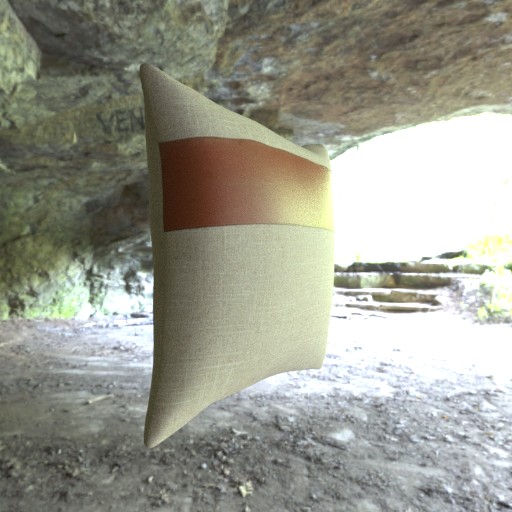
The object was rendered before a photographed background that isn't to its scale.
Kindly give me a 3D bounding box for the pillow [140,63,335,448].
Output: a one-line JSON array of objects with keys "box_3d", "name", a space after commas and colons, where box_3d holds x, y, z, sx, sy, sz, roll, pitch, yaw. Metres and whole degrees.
[{"box_3d": [0.000, 0.000, 0.624, 0.173, 0.399, 0.414, 0, 0, 34], "name": "pillow"}]
